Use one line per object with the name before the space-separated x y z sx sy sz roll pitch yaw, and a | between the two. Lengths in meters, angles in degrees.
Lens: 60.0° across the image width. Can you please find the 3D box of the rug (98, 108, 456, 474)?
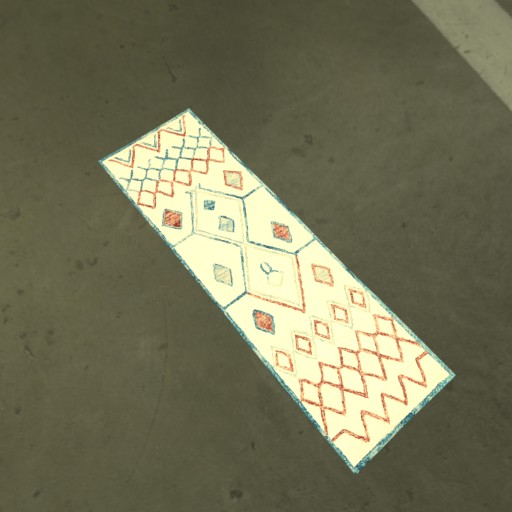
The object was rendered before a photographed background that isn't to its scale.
rug | 0.000 0.000 2.661 0.750 0.011 2.435 -36 69 -16
